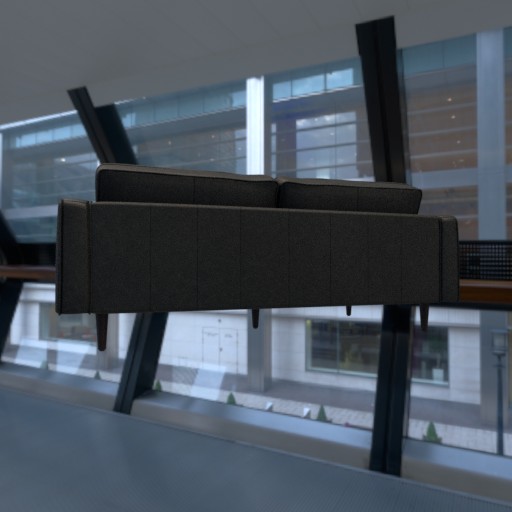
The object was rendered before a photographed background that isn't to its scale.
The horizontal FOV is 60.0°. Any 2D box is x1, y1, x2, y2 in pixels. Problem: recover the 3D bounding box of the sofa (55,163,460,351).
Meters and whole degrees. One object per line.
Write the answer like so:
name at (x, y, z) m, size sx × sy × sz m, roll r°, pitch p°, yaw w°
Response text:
sofa at (0.000, 0.000, 2.348) m, size 1.879 × 0.770 × 0.921 m, roll 0°, pitch -1°, yaw -18°
